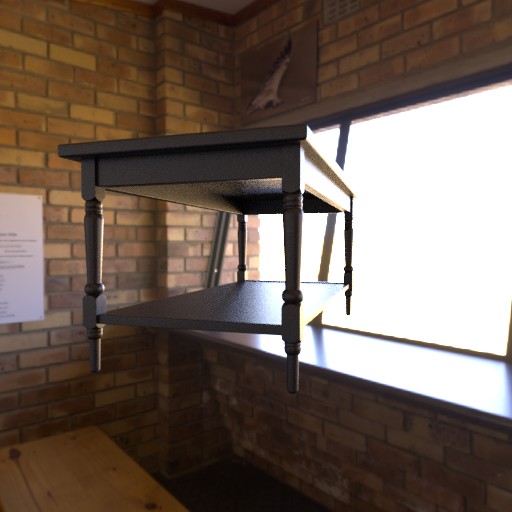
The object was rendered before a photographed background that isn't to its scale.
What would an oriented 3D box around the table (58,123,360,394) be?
[{"bbox_3d":[0.000,0.000,1.411,0.550,0.510,1.107,0,2,18],"label":"table"}]
